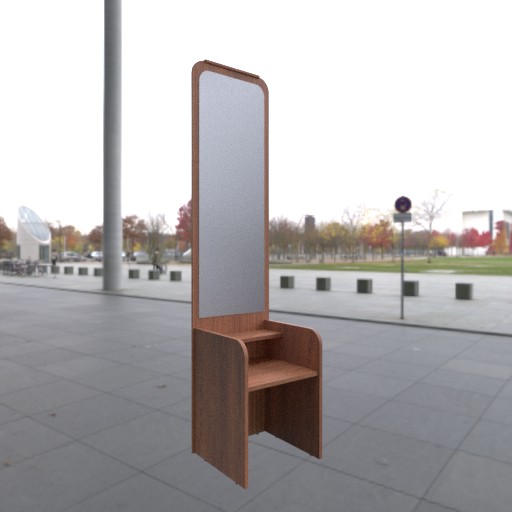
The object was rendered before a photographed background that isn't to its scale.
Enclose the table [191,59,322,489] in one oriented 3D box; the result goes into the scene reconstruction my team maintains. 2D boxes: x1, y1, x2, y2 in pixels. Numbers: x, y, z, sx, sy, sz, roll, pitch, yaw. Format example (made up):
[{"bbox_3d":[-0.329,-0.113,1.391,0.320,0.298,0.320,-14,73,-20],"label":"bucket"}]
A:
[{"bbox_3d":[0.000,0.000,2.019,0.450,1.830,0.420,0,1,-37],"label":"table"}]
